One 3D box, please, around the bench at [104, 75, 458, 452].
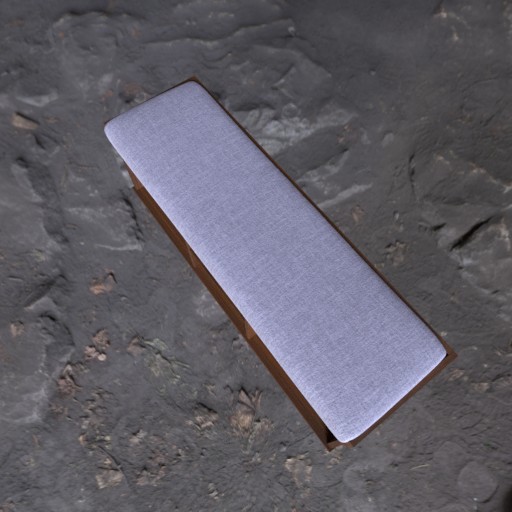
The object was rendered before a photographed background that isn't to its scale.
[{"bbox_3d":[0.000,0.000,1.442,0.367,0.468,1.196,-34,69,-15],"label":"bench"}]
